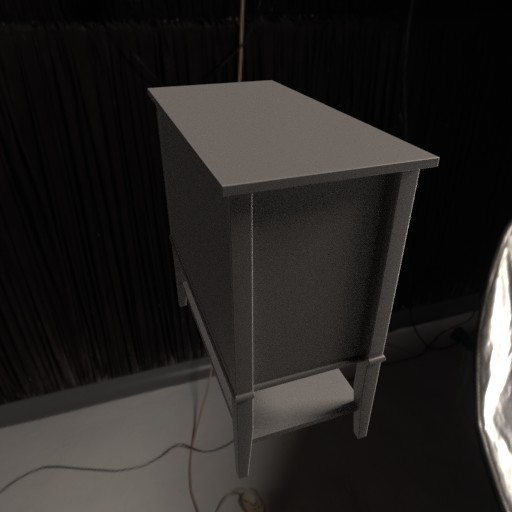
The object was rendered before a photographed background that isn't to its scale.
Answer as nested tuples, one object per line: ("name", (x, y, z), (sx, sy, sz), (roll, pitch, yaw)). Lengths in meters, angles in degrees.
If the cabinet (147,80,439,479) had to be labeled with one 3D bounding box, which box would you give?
("cabinet", (0.000, 0.000, 1.242), (0.396, 0.780, 0.801), (-11, 33, -17))
